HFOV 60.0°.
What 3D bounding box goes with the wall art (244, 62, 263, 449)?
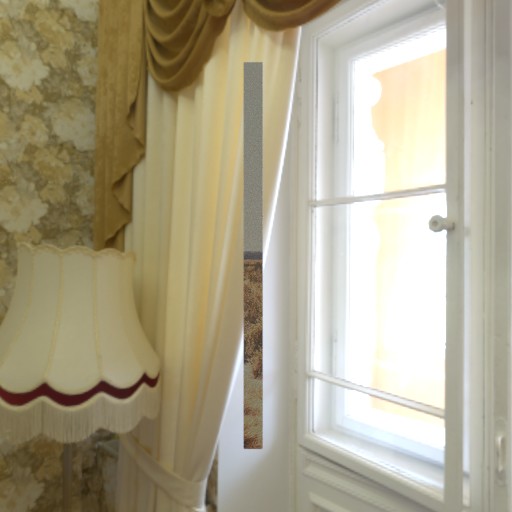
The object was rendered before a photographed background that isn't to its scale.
[{"bbox_3d":[0.000,0.000,1.923,0.051,1.016,1.520,0,0,1],"label":"wall art"}]
